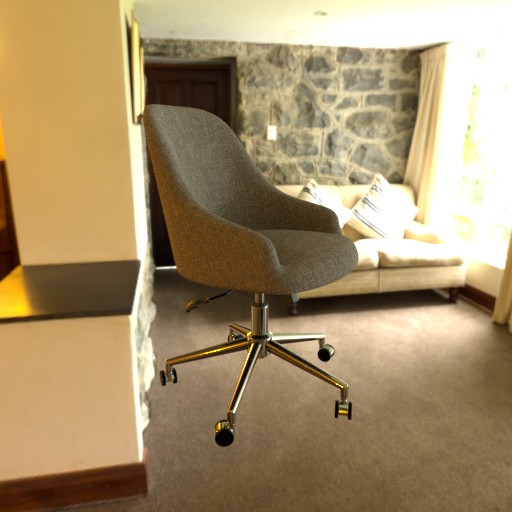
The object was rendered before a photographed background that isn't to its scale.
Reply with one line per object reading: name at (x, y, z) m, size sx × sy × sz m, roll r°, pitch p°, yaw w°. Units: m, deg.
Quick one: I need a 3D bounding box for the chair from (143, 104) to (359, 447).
chair at (0.000, 0.000, 1.439) m, size 0.712 × 0.950 × 0.671 m, roll 8°, pitch 17°, yaw 28°
